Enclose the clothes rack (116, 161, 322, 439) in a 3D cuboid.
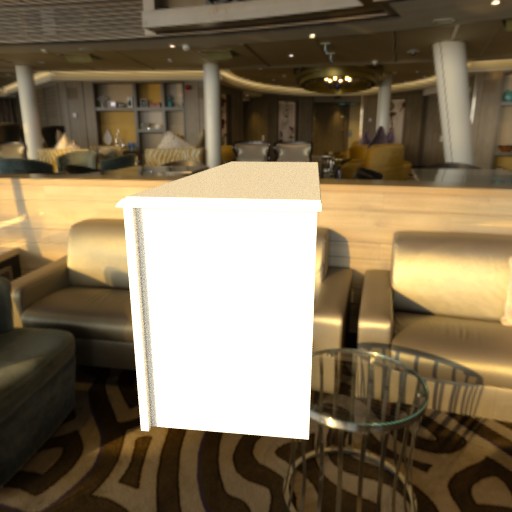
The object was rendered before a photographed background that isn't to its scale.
[{"bbox_3d":[0.000,0.000,1.509,0.405,0.558,1.218,2,16,7],"label":"clothes rack"}]
